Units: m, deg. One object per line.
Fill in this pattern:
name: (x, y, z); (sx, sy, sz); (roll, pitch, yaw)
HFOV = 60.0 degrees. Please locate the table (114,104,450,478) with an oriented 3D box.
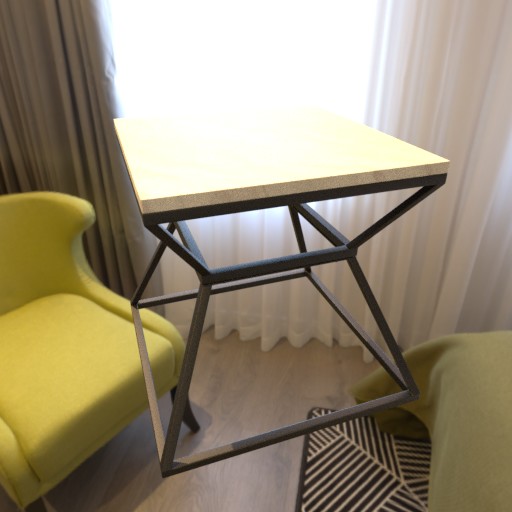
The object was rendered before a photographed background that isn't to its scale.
table: (0.000, 0.000, 0.802); (0.455, 0.431, 0.455); (-10, 31, -17)
